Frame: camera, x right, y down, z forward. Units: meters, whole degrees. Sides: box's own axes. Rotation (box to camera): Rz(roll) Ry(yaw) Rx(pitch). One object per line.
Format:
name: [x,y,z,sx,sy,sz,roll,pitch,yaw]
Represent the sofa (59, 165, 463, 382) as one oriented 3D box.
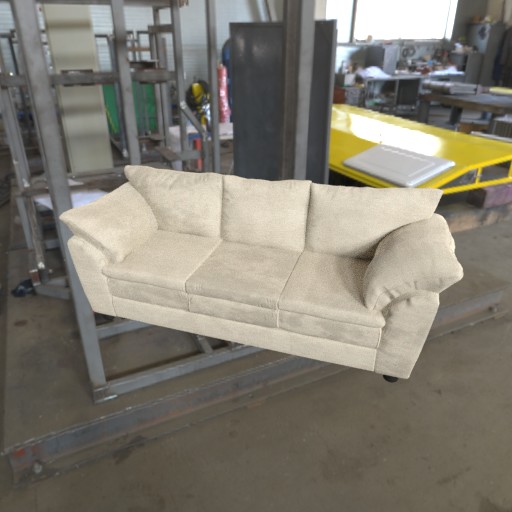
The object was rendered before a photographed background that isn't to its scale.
sofa: [0.000,0.000,2.923,2.377,0.981,0.893,9,28,17]
